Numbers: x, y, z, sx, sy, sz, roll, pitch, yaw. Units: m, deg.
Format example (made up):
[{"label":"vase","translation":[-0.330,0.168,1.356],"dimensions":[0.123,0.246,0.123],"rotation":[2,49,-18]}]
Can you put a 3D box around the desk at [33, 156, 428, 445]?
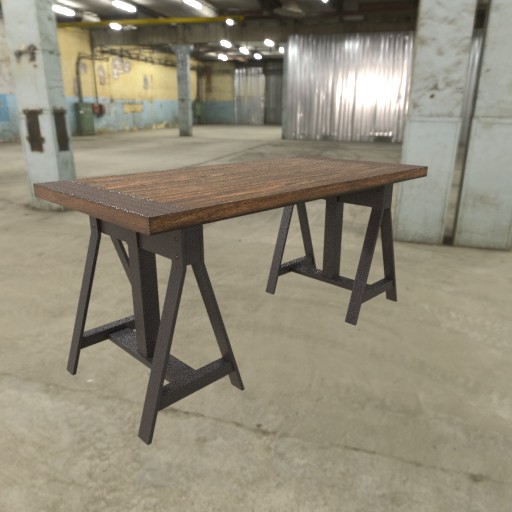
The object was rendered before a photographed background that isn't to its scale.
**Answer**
[{"label":"desk","translation":[0.000,0.000,1.966],"dimensions":[1.543,0.725,0.784],"rotation":[-17,25,-42]}]
